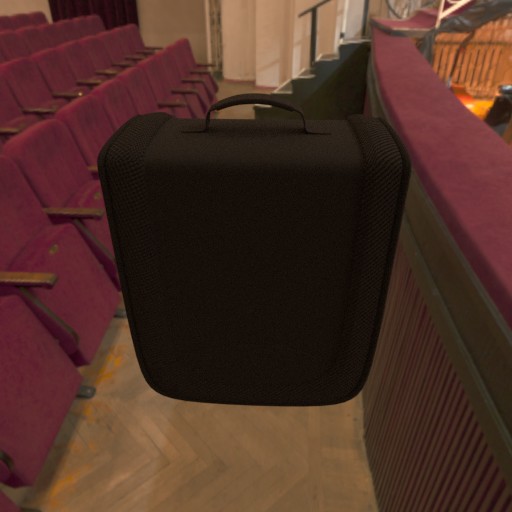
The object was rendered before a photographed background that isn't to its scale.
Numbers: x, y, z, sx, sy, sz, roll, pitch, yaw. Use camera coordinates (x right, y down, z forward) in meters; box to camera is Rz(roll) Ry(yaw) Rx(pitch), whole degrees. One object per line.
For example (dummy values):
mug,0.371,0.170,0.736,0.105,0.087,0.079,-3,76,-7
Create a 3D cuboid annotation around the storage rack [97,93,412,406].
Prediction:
storage rack,0.000,0.000,0.560,0.297,0.387,0.168,1,32,2
